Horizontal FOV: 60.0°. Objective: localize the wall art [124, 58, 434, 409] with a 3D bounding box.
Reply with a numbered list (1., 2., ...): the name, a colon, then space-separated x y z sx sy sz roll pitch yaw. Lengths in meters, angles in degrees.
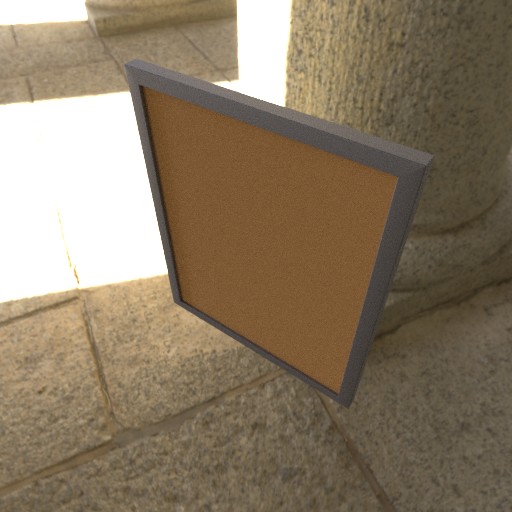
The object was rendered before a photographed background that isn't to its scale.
1. wall art: 0.000 0.000 0.765 0.458 0.558 0.029 27 51 24
